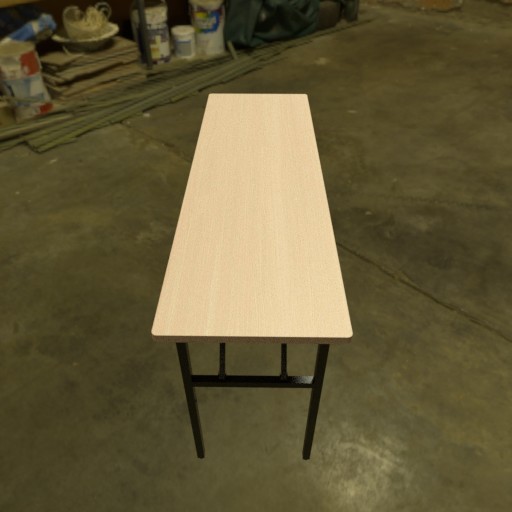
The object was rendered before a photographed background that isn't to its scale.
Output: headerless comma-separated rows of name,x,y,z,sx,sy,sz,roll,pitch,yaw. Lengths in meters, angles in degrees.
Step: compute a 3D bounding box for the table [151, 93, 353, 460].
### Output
table,0.000,0.000,1.748,0.447,0.750,1.397,1,41,1
